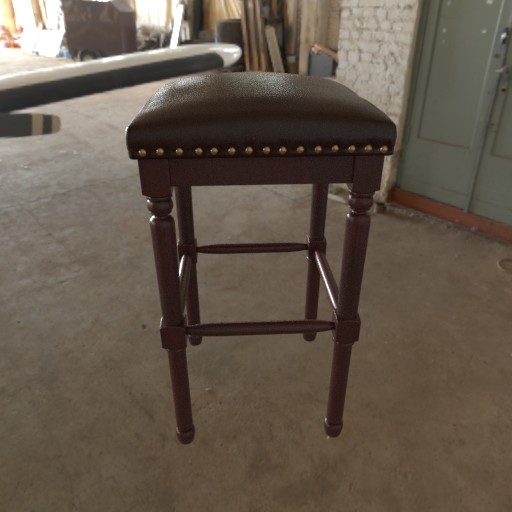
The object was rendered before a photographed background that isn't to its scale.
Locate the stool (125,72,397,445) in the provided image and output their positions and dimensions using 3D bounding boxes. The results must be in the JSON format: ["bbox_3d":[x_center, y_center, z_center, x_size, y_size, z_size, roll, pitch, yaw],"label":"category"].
[{"bbox_3d":[0.000,0.000,0.919,0.383,0.702,0.382,-2,29,-3],"label":"stool"}]
